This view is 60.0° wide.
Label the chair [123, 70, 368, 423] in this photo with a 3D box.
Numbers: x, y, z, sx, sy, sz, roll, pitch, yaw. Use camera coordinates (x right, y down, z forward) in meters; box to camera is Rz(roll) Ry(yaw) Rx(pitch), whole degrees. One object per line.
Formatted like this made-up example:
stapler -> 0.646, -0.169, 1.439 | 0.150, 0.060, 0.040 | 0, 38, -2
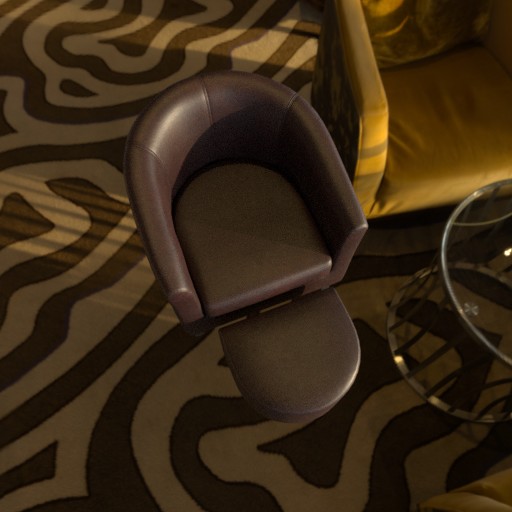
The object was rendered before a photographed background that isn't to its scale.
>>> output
chair -> 0.000, 0.000, 1.661 | 0.737, 0.755, 1.176 | -19, 64, -10
